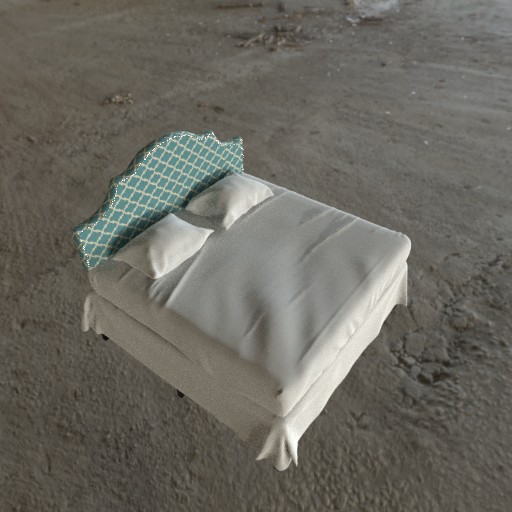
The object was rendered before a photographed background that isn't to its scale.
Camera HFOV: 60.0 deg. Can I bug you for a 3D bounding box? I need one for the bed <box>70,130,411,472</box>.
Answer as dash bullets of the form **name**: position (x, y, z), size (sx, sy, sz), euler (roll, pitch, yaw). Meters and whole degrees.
- **bed**: position (0.000, 0.000, 3.720), size (2.222, 1.601, 2.314), euler (26, 47, 27)
